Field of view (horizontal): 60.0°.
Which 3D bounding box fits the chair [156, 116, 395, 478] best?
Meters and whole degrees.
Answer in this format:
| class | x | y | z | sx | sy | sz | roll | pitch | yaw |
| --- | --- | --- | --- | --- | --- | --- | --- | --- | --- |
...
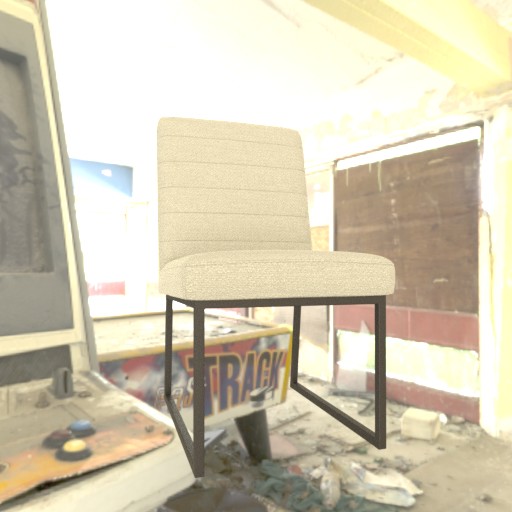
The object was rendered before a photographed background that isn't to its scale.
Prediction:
| class | x | y | z | sx | sy | sz | roll | pitch | yaw |
| --- | --- | --- | --- | --- | --- | --- | --- | --- | --- |
| chair | 0.000 | 0.000 | 1.279 | 0.520 | 0.930 | 0.634 | 0 | -1 | -18 |
